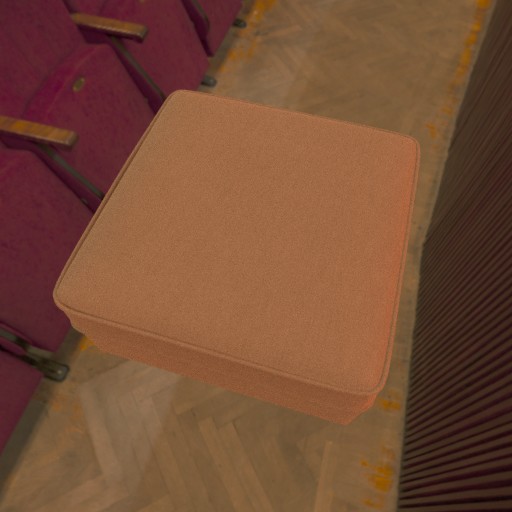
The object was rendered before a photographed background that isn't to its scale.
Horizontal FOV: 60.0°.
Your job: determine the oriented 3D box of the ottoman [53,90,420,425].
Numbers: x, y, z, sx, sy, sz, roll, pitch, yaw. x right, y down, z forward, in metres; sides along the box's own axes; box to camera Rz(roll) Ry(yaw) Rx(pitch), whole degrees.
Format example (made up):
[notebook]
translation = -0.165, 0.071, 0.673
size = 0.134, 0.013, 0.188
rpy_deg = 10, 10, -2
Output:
[ottoman]
translation = 0.000, 0.000, 1.037
size = 0.613, 0.438, 0.616
rpy_deg = 14, 60, 9
